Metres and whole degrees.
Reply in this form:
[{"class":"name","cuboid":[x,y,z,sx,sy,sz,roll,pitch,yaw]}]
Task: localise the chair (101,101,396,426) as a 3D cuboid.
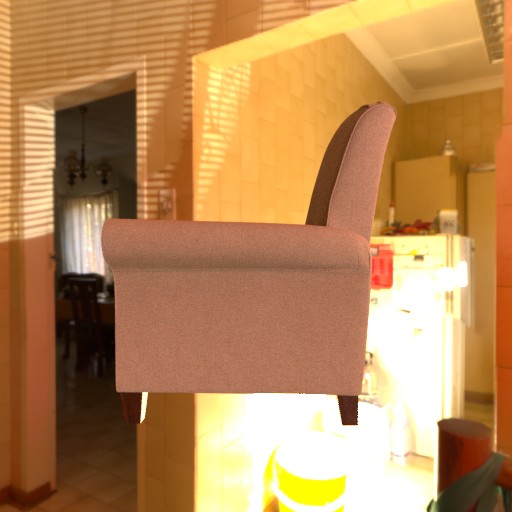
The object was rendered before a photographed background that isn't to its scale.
[{"class":"chair","cuboid":[0.000,0.000,1.749,0.905,1.061,0.978,0,1,2]}]
